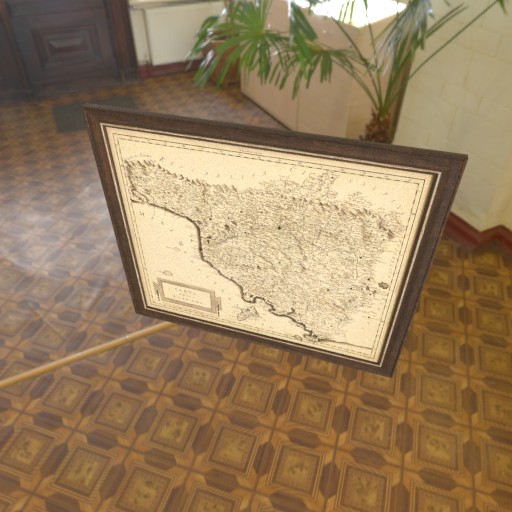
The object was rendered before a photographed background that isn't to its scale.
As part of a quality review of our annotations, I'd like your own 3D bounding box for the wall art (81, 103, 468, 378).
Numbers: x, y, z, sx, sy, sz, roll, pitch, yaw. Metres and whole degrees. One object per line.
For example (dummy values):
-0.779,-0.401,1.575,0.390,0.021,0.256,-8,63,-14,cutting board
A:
0.000,0.000,1.432,1.033,0.875,0.023,12,42,13,wall art
